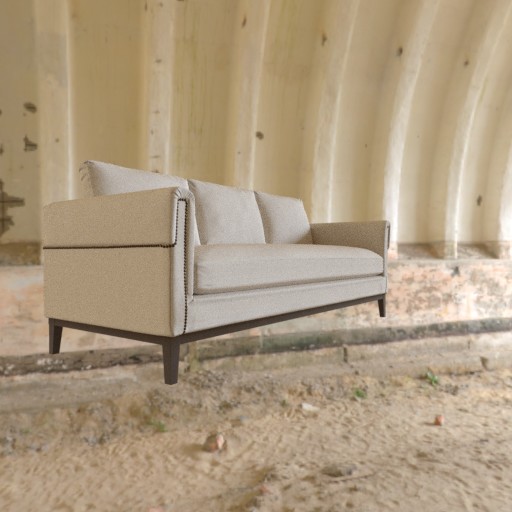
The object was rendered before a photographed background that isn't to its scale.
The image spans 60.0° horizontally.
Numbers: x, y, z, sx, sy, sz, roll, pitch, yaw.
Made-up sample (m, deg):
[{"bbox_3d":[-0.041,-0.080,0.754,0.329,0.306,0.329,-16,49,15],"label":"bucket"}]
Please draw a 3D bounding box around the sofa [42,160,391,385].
[{"bbox_3d":[0.000,0.000,2.679,0.902,0.911,2.198,0,0,37],"label":"sofa"}]
